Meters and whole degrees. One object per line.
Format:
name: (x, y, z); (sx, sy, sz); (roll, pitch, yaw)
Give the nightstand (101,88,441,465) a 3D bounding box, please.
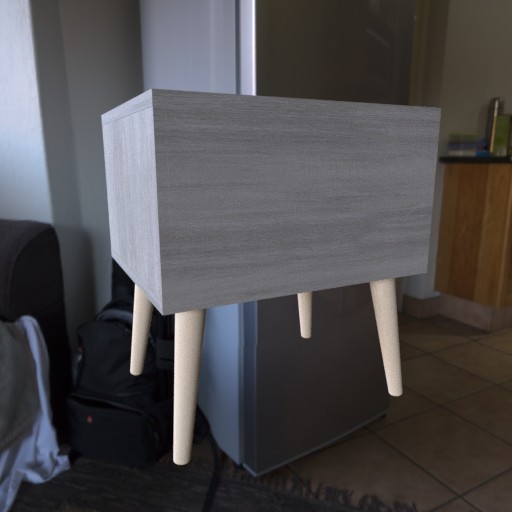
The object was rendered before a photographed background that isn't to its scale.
nightstand: (0.000, 0.000, 0.807); (0.450, 0.500, 0.380); (-6, 14, -26)
